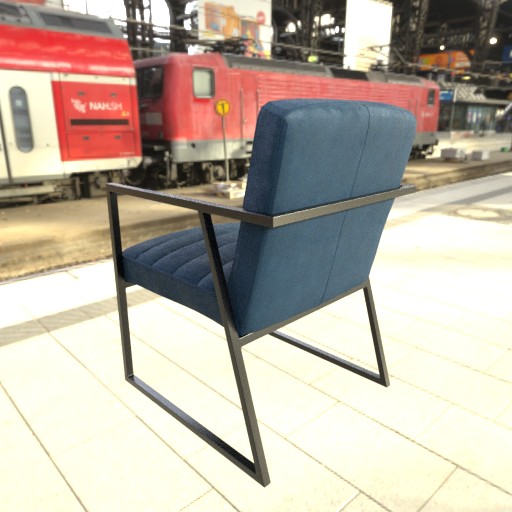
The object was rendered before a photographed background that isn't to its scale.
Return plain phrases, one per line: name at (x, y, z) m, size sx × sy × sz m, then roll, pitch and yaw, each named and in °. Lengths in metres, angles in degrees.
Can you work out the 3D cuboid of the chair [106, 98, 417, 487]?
chair at (0.000, 0.000, 1.274) m, size 0.677 × 0.833 × 0.571 m, roll 16°, pitch 24°, yaw 42°
